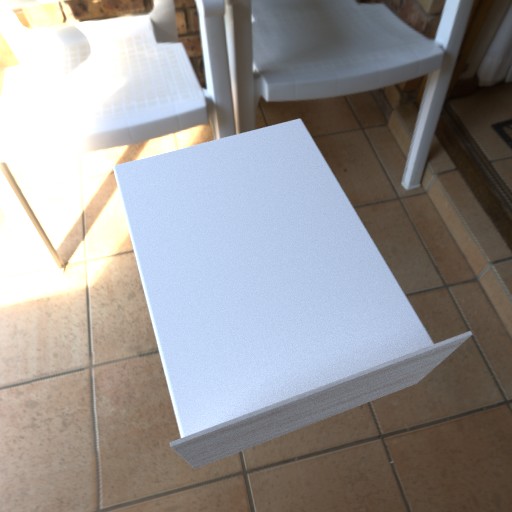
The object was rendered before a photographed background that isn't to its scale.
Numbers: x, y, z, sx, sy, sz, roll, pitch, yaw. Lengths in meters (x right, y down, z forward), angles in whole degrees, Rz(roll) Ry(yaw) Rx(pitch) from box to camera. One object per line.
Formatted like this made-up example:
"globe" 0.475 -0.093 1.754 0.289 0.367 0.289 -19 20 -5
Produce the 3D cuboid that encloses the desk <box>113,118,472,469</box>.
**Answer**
"desk" 0.000 0.000 2.686 1.400 0.800 1.900 -17 60 -10
